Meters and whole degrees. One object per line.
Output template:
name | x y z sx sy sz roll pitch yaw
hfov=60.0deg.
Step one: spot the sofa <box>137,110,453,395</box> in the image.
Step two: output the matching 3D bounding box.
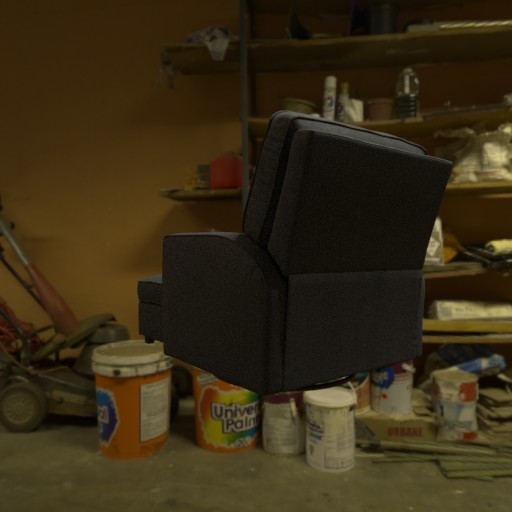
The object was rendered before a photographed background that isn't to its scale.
sofa | 0.000 0.000 2.025 0.861 0.959 1.472 0 1 -37
